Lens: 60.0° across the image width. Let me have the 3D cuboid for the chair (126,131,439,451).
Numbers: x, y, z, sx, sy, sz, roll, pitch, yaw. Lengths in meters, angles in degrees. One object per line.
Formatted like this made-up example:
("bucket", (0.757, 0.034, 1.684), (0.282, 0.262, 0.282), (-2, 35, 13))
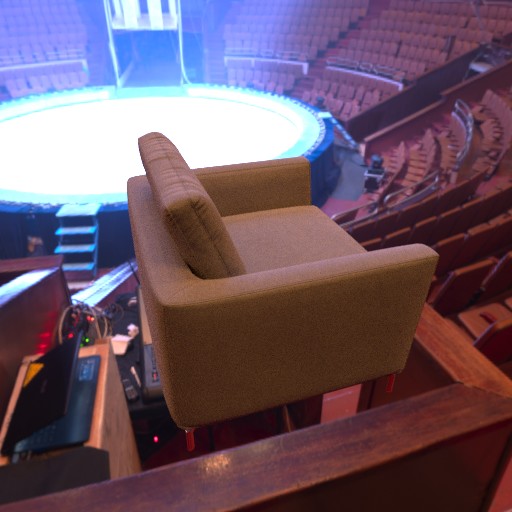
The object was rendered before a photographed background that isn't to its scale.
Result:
("chair", (0.000, 0.000, 1.744), (0.889, 0.864, 1.041), (-10, 32, -16))
